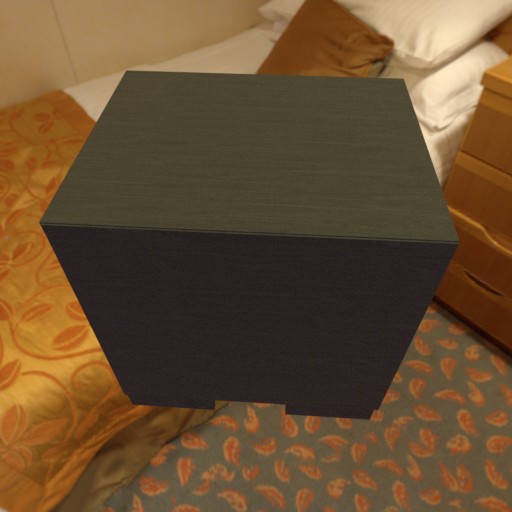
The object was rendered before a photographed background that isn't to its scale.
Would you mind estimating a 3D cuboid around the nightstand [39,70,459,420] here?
[{"bbox_3d":[0.000,0.000,0.728,0.427,0.448,0.347,3,48,2],"label":"nightstand"}]
